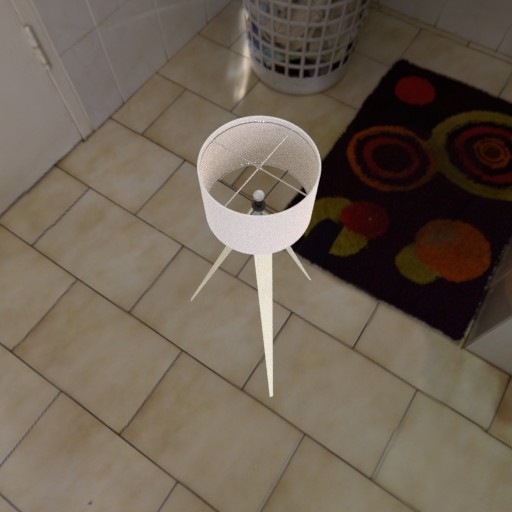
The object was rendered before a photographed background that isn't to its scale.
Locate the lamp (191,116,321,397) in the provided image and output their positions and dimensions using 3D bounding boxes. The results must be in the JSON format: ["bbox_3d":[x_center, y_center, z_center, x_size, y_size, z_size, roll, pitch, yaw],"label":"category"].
[{"bbox_3d":[0.000,0.000,1.960,0.724,1.524,0.716,33,69,15],"label":"lamp"}]
